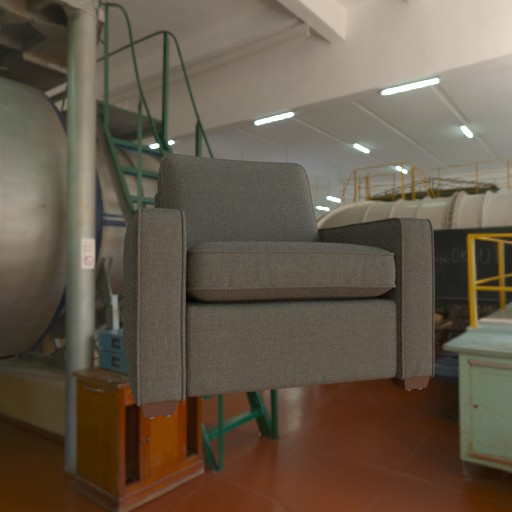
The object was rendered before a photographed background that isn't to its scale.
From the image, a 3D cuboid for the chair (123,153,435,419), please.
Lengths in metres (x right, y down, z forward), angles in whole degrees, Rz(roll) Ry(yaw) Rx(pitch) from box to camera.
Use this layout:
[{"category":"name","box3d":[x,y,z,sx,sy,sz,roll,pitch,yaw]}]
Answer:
[{"category":"chair","box3d":[0.000,0.000,1.787,1.017,0.919,0.940,0,-1,-18]}]
